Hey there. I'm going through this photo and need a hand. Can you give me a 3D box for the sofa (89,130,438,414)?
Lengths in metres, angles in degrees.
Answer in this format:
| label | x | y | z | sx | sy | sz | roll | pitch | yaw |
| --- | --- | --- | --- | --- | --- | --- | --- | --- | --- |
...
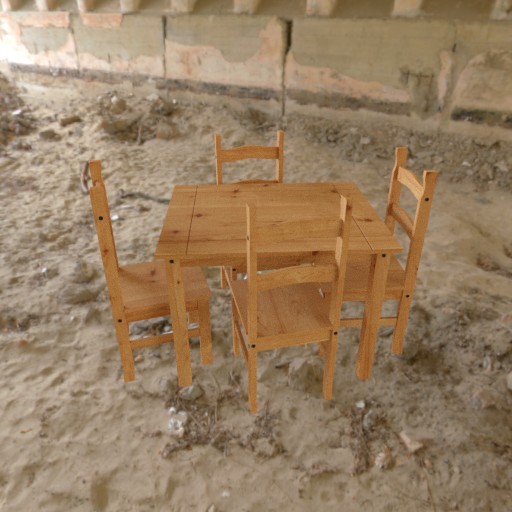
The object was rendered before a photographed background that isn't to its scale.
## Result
| label | x | y | z | sx | sy | sz | roll | pitch | yaw |
| --- | --- | --- | --- | --- | --- | --- | --- | --- | --- |
| sofa | 0.000 | 0.000 | 2.258 | 1.529 | 1.000 | 1.144 | -2 | 29 | -3 |
